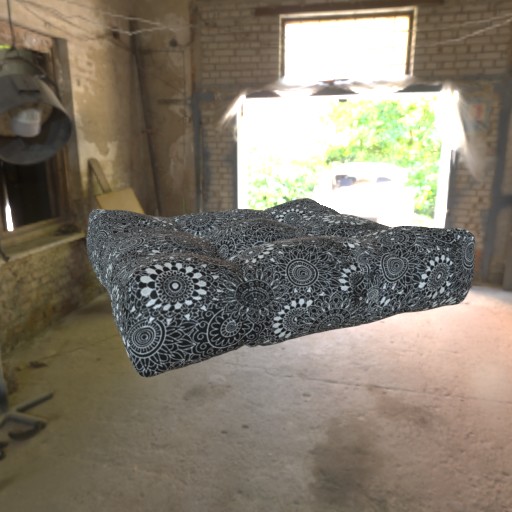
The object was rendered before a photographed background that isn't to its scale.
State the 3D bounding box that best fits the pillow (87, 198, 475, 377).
[{"bbox_3d":[0.000,0.000,0.724,0.490,0.128,0.468,-7,16,-24],"label":"pillow"}]
